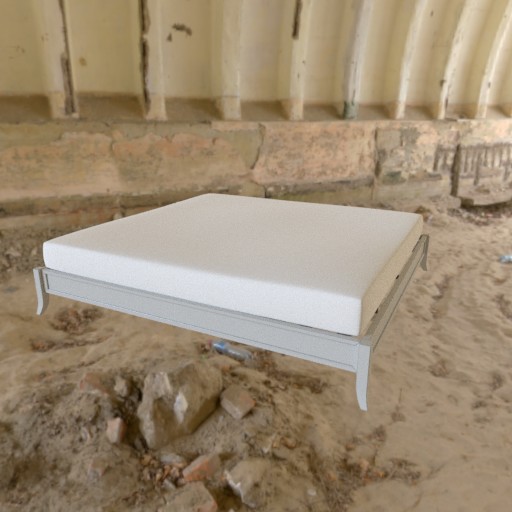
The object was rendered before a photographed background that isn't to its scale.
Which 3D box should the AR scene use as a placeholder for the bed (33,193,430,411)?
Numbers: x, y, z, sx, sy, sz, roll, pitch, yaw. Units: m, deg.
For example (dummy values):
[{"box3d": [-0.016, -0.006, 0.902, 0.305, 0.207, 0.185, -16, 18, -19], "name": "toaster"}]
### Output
[{"box3d": [0.000, 0.000, 3.131, 2.108, 0.510, 2.007, 9, 20, 26], "name": "bed"}]
